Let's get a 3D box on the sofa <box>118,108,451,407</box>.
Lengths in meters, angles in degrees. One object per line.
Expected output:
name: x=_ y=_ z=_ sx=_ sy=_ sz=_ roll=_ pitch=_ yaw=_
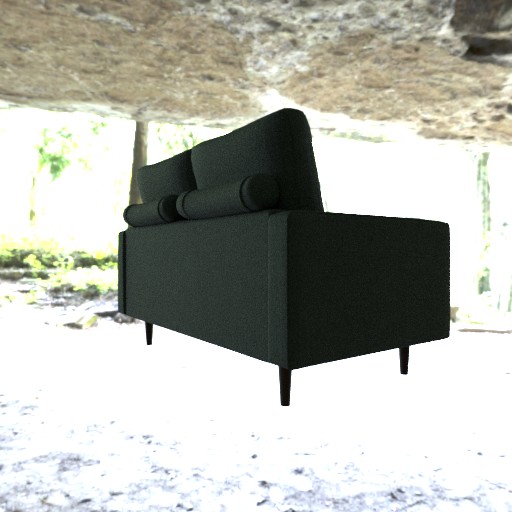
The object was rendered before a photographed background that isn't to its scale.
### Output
sofa: x=0.000 y=0.000 z=1.970 sx=0.842 sy=0.907 sz=1.407 roll=0 pitch=1 yaw=-36
